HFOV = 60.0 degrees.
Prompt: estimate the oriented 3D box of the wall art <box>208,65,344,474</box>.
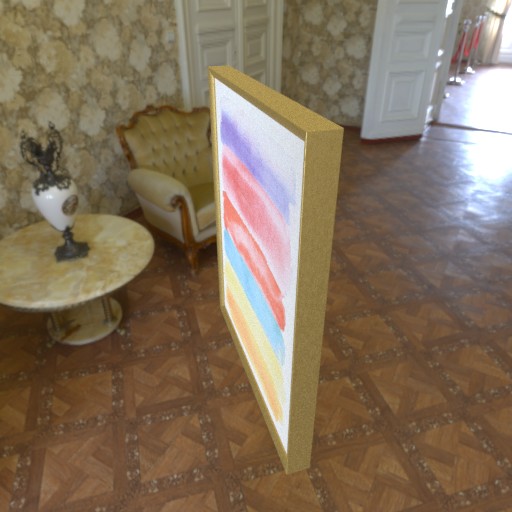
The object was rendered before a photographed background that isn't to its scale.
[{"bbox_3d":[0.000,0.000,0.893,0.048,0.642,0.537,-9,32,-15],"label":"wall art"}]
